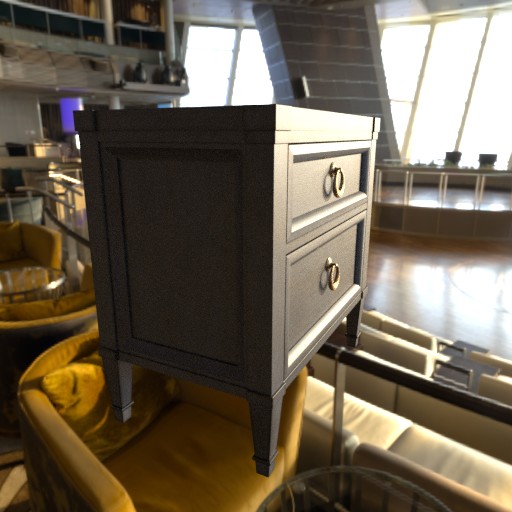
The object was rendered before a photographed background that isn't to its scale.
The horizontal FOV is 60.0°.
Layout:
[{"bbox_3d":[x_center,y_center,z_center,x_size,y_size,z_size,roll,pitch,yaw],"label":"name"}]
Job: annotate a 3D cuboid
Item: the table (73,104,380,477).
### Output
[{"bbox_3d":[0.000,0.000,1.087,0.413,0.660,0.660,8,17,27],"label":"table"}]
